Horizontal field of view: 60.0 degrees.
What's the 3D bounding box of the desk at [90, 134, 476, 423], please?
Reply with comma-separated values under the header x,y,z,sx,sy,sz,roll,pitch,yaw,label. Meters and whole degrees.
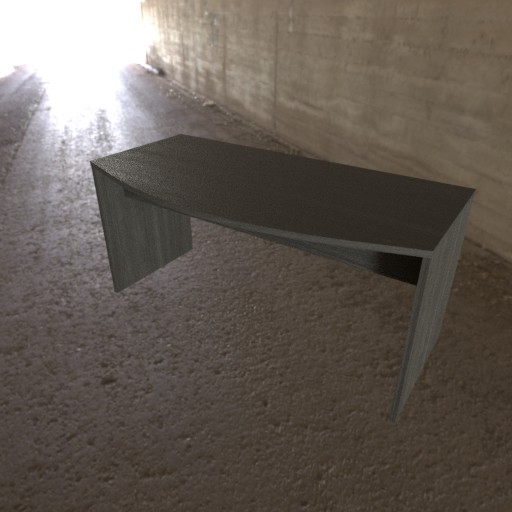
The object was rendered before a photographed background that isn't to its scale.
x,y,z,sx,sy,sz,roll,pitch,yaw,label
0.000,0.000,2.070,1.600,0.750,0.802,18,34,30,desk
